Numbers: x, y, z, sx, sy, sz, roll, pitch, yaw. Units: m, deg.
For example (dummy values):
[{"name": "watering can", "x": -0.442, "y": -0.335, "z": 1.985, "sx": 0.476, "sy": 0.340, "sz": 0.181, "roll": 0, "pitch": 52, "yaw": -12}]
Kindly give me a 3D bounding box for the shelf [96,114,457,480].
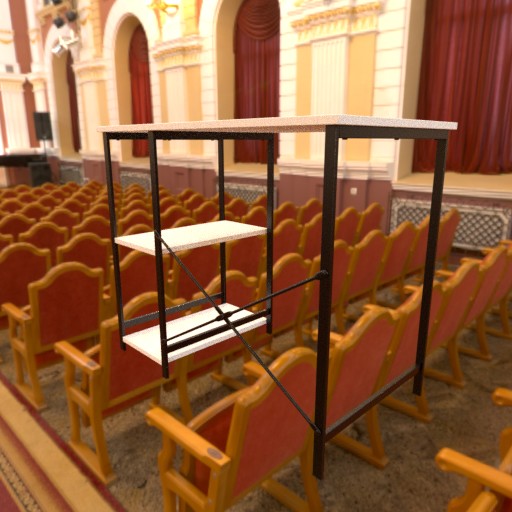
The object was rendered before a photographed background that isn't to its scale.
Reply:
[{"name": "shelf", "x": 0.000, "y": 0.000, "z": 1.321, "sx": 0.498, "sy": 0.750, "sz": 0.902, "roll": -14, "pitch": 20, "yaw": -43}]
